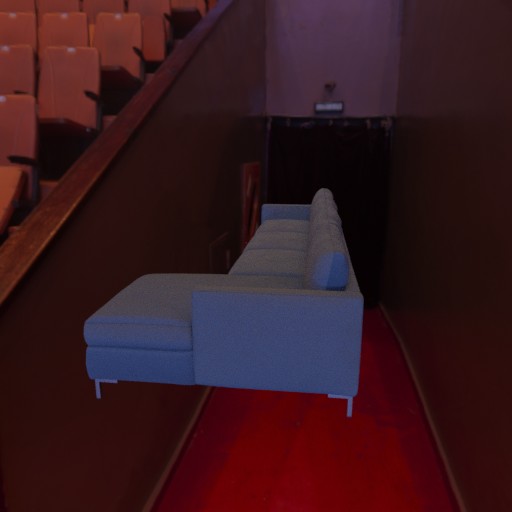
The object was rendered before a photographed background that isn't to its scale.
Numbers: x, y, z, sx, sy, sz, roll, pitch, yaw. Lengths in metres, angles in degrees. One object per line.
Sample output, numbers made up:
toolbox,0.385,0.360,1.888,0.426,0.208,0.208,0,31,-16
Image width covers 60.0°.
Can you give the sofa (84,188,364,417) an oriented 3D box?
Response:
sofa,0.000,0.000,3.221,1.255,0.756,2.725,2,15,7
